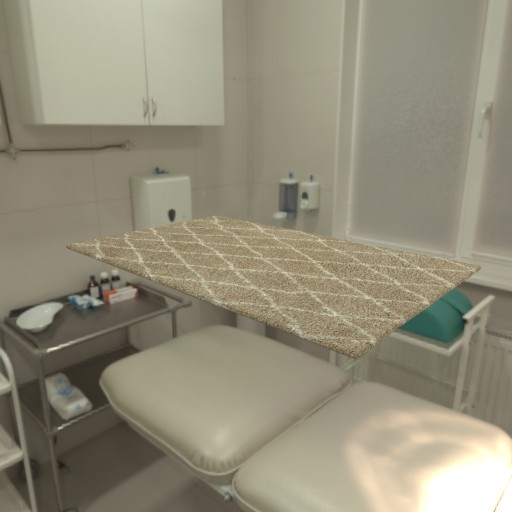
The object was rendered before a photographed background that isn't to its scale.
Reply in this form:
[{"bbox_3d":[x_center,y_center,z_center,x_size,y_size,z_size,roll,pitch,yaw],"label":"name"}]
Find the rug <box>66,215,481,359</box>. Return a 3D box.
[{"bbox_3d":[0.000,0.000,3.023,2.438,0.030,1.524,14,22,40],"label":"rug"}]
